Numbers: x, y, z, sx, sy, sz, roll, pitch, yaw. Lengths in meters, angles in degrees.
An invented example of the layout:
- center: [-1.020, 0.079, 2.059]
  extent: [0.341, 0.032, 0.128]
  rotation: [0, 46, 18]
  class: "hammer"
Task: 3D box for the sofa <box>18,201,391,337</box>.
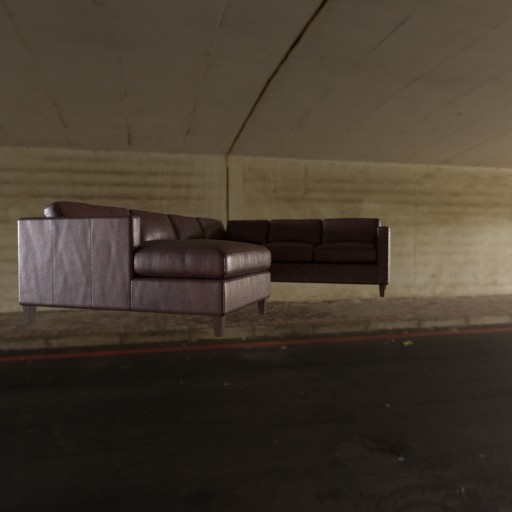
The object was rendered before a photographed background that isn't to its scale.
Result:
- center: [0.000, 0.000, 4.302]
  extent: [2.452, 0.891, 3.324]
  rotation: [1, 2, 18]
  class: "sofa"
